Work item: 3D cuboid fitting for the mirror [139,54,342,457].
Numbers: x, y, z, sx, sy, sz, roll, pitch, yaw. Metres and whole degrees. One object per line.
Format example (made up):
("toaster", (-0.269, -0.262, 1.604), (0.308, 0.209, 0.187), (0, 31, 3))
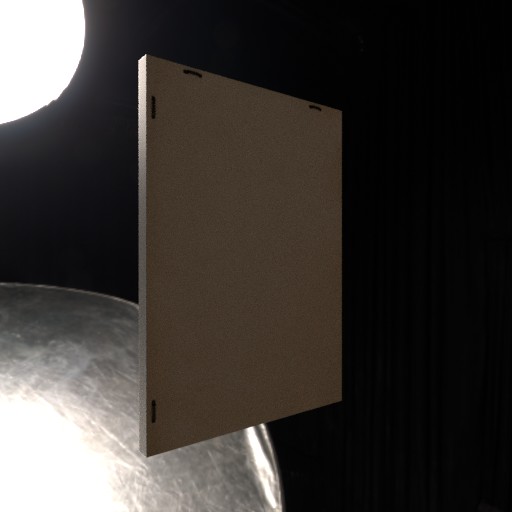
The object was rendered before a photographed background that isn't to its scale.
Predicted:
("mirror", (0.000, 0.000, 0.945), (0.507, 0.710, 0.039), (0, 0, -37))
